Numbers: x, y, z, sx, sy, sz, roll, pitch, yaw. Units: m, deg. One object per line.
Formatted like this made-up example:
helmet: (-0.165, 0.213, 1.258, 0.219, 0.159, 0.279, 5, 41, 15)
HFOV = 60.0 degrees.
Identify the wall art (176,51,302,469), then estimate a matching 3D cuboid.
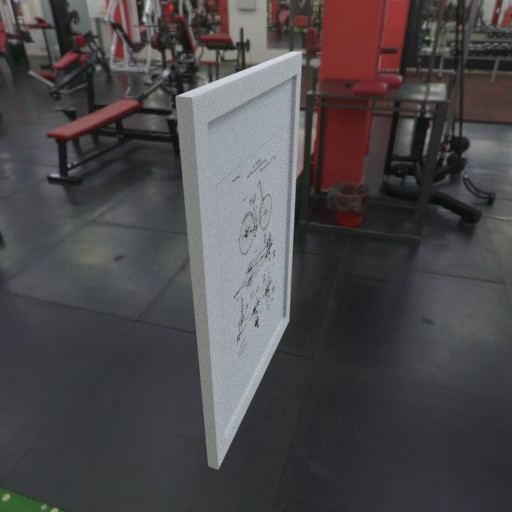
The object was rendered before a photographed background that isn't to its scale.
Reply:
wall art: (0.000, 0.000, 0.606, 0.015, 0.477, 0.332, 11, 32, 17)
